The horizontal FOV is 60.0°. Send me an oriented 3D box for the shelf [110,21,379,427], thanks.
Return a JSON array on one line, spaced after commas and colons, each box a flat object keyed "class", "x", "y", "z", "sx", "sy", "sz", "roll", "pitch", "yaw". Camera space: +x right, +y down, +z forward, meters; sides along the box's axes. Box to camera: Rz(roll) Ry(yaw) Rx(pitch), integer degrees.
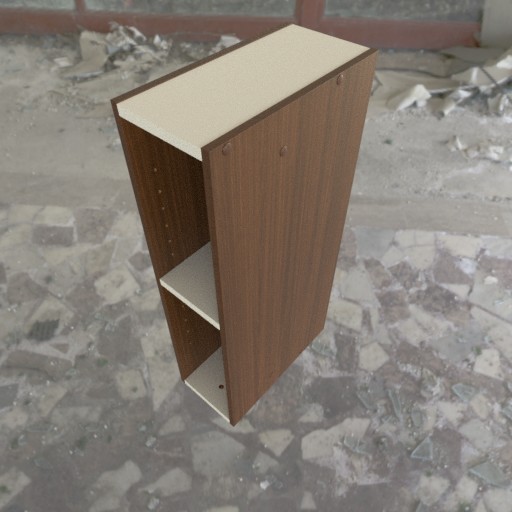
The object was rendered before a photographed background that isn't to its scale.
[{"class": "shelf", "x": 0.000, "y": 0.000, "z": 0.715, "sx": 0.147, "sy": 0.600, "sz": 0.290, "roll": 33, "pitch": 55, "yaw": 27}]
